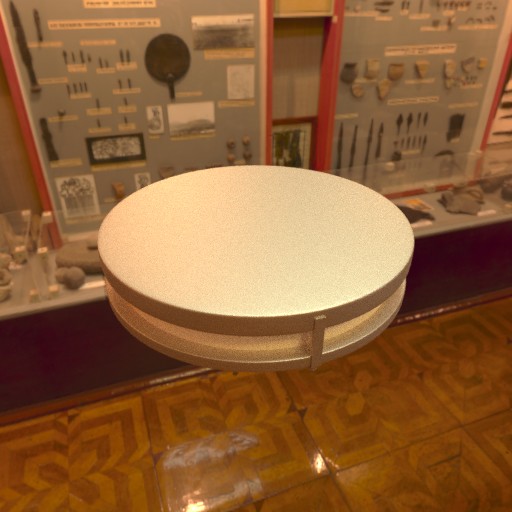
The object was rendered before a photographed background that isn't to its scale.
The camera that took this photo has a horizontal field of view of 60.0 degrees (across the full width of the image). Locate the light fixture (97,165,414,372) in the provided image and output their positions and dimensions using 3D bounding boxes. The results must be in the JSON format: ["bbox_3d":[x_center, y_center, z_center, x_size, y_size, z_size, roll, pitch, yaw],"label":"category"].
[{"bbox_3d":[0.000,0.000,0.542,0.356,0.102,0.356,0,32,0],"label":"light fixture"}]
